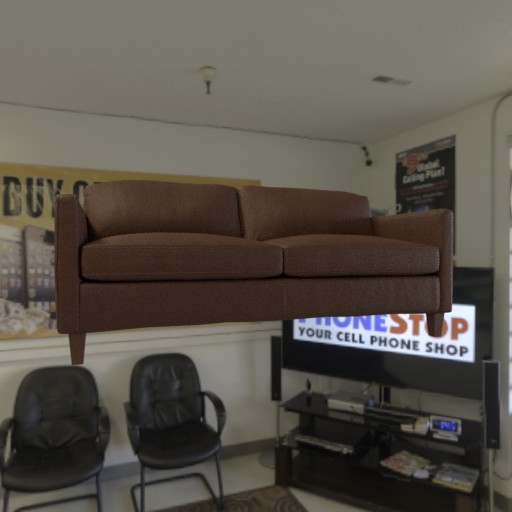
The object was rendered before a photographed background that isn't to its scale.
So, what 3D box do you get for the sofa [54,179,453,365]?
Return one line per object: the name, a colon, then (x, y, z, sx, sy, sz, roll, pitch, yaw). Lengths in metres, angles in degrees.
sofa: (0.000, 0.000, 2.445, 1.971, 0.863, 0.923, 0, 1, -19)
